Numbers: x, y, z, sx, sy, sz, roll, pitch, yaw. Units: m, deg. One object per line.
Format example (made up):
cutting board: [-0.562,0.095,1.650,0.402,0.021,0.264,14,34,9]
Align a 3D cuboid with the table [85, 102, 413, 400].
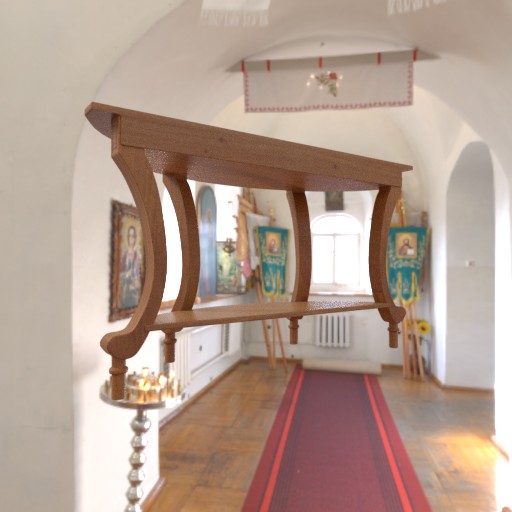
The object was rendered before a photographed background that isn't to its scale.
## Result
table: [0.000,0.000,1.508,1.198,0.692,0.394,0,0,-36]
